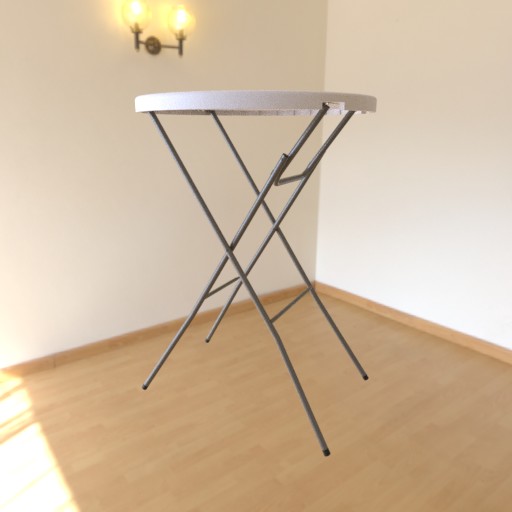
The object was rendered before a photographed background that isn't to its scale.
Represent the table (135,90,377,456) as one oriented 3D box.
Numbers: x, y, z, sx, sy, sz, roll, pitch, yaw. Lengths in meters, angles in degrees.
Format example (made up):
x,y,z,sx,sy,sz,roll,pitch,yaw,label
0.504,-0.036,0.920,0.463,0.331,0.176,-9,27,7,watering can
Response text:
x,y,z,sx,sy,sz,roll,pitch,yaw,label
0.000,0.000,1.654,0.795,1.105,0.792,8,18,26,table
